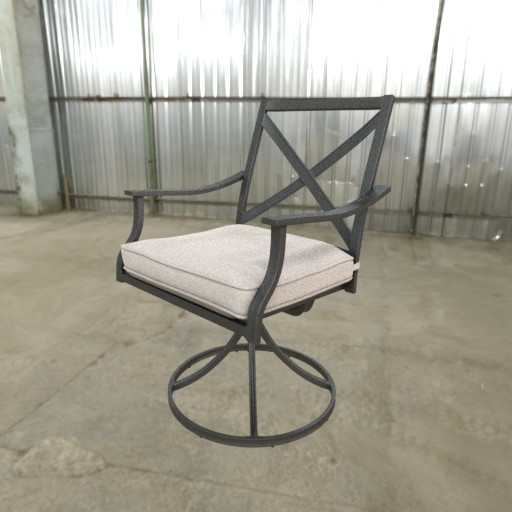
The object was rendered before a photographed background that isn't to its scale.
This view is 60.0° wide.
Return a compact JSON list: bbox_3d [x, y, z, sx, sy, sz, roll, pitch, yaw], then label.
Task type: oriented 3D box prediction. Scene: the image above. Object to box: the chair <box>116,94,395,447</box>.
[{"bbox_3d":[0.000,0.000,1.292,0.575,0.889,0.620,16,23,41],"label":"chair"}]
